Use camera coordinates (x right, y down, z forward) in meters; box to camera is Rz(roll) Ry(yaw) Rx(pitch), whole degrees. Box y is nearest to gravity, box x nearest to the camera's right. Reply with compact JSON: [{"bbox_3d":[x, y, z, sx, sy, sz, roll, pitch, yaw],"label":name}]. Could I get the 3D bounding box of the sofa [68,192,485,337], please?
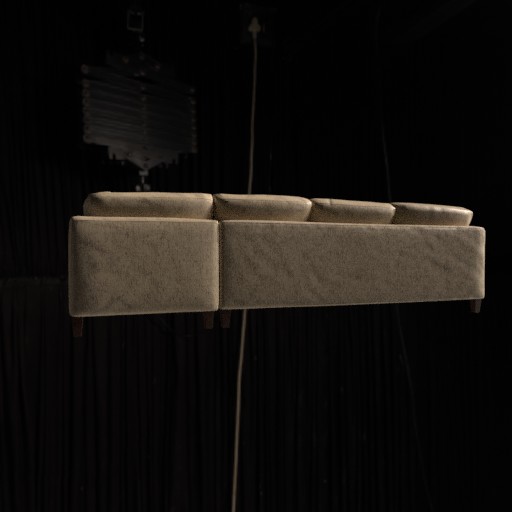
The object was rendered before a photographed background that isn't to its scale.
[{"bbox_3d":[0.000,0.000,4.405,3.302,0.947,2.593,0,1,-19],"label":"sofa"}]
